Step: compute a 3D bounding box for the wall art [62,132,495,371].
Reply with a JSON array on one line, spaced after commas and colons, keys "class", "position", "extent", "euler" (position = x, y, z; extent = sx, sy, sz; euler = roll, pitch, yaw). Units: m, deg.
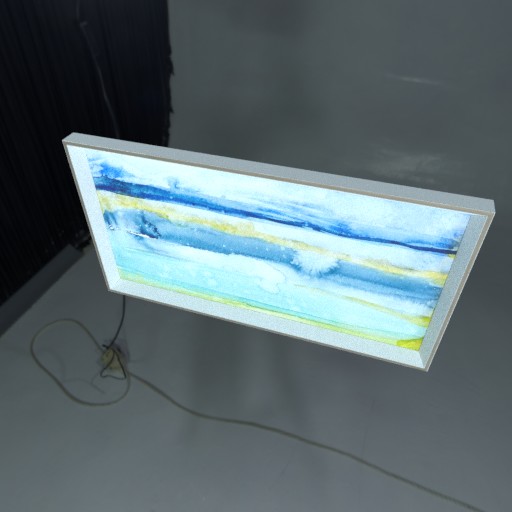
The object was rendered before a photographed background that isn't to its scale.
[{"class": "wall art", "position": [0.000, 0.000, 0.954], "extent": [0.812, 0.431, 0.038], "euler": [12, 42, 14]}]
